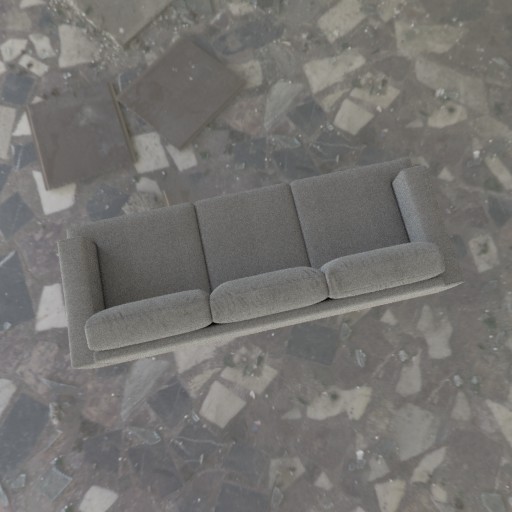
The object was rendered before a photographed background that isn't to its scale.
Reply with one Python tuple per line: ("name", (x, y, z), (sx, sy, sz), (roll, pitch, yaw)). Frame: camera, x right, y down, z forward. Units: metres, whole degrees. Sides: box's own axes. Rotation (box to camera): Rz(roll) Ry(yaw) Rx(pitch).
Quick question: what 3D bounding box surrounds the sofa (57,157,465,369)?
("sofa", (0.000, 0.000, 2.781), (2.310, 0.810, 0.920), (-12, 77, -3))
